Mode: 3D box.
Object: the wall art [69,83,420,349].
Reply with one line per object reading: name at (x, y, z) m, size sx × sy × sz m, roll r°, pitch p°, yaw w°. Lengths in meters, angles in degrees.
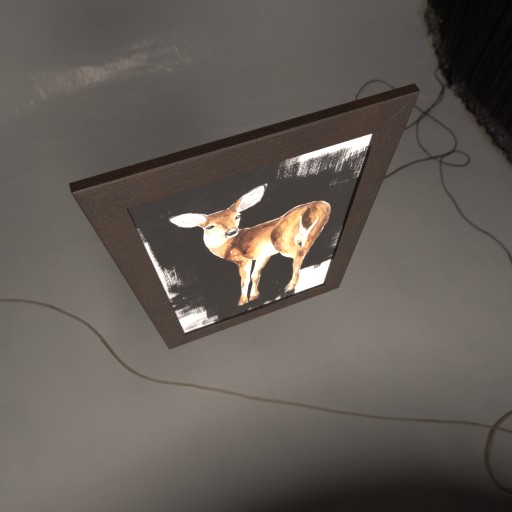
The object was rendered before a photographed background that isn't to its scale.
wall art at (0.000, 0.000, 0.654) m, size 0.359 × 0.508 × 0.013 m, roll -19°, pitch 64°, yaw -10°
